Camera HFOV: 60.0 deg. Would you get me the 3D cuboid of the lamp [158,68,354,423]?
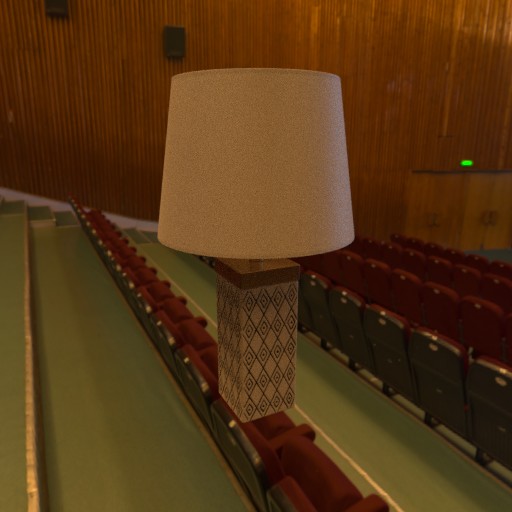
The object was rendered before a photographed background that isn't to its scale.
[{"bbox_3d":[0.000,0.000,0.587,0.251,0.435,0.251,0,15,0],"label":"lamp"}]
